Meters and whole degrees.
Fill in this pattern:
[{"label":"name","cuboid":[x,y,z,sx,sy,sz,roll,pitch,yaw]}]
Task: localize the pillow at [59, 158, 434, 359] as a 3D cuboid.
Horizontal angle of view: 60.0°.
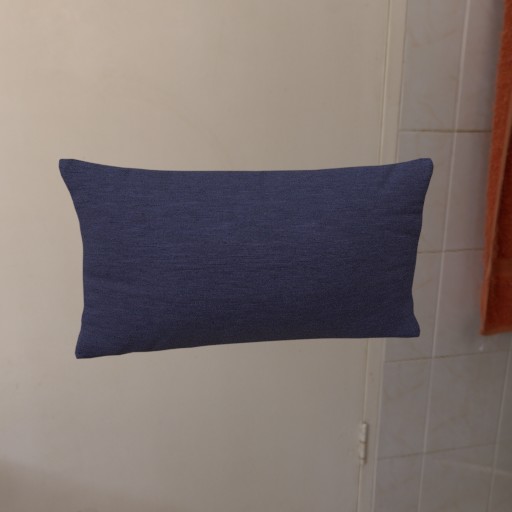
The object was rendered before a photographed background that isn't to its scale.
[{"label":"pillow","cuboid":[0.000,0.000,0.783,0.633,0.338,0.210,-2,14,-8]}]
